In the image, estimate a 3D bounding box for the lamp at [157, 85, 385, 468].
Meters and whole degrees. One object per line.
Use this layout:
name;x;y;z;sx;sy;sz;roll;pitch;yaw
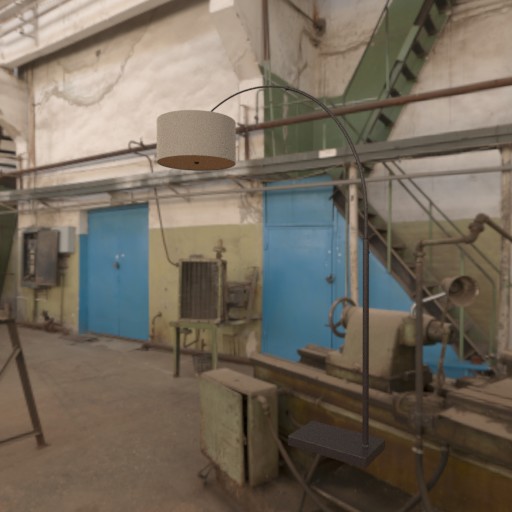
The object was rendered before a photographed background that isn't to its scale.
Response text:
lamp;0.000;0.000;2.532;1.424;1.927;0.493;0;1;36
